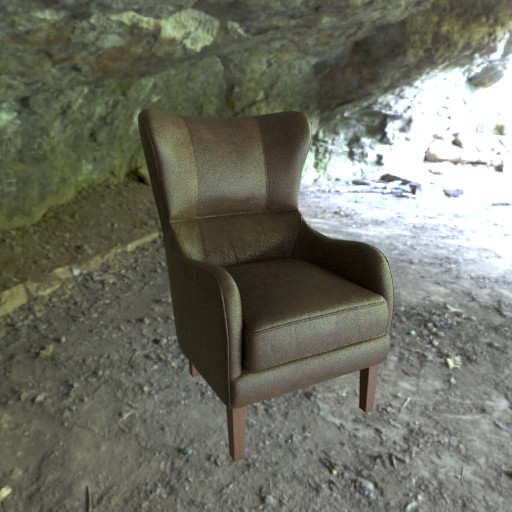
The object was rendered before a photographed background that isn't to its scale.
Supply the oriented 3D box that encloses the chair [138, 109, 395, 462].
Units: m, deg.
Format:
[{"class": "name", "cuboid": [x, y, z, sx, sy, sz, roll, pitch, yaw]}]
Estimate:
[{"class": "chair", "cuboid": [0.000, 0.000, 1.656, 0.692, 1.048, 0.914, -9, 19, -26]}]
